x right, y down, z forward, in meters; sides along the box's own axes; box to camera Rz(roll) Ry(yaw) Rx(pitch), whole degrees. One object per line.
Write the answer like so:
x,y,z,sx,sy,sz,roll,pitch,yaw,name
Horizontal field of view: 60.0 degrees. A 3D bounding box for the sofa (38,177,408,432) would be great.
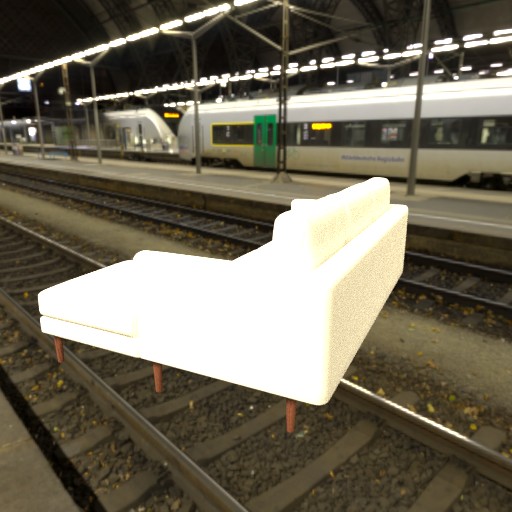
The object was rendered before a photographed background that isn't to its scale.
0.000,0.000,2.838,1.580,0.899,2.029,7,17,25,sofa
